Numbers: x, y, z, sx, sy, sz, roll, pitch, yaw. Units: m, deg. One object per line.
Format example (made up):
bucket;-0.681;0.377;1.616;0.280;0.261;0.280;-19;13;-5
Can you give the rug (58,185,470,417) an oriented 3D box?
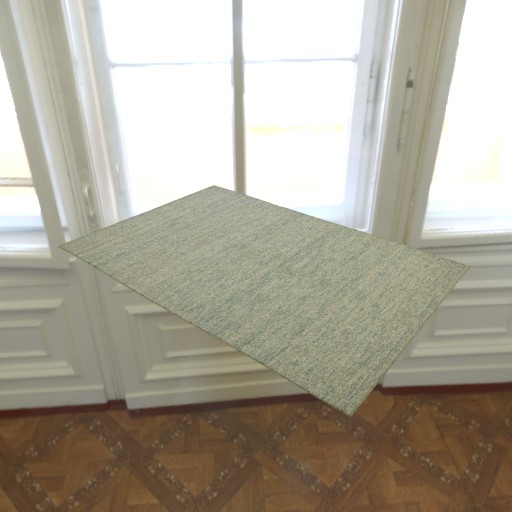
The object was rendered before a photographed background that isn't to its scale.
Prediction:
rug;0.000;0.000;2.952;2.283;0.013;1.547;22;37;34
